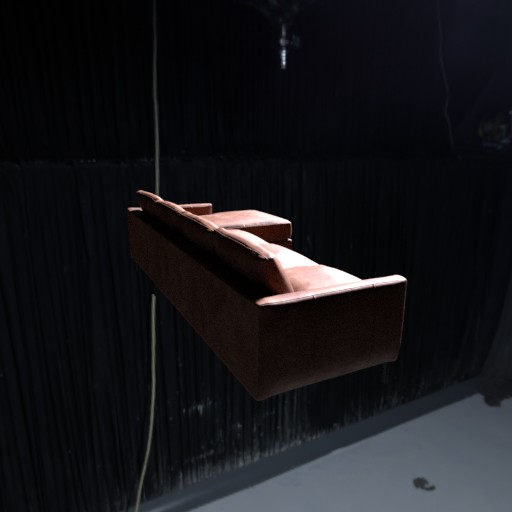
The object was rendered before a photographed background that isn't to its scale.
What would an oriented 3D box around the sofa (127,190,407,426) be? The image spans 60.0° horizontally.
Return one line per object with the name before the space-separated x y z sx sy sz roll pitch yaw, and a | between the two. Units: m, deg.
sofa | 0.000 0.000 3.603 1.471 0.859 2.993 -8 17 -26
